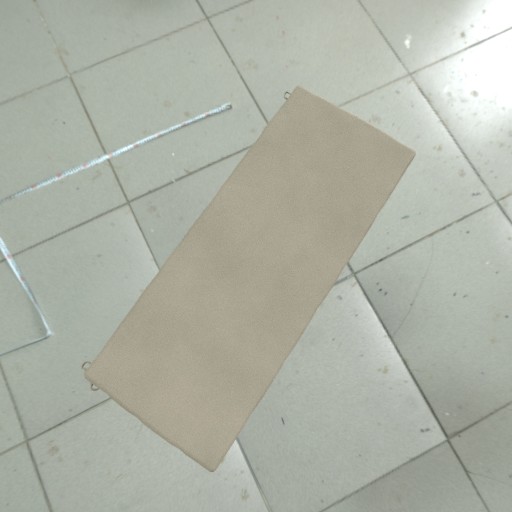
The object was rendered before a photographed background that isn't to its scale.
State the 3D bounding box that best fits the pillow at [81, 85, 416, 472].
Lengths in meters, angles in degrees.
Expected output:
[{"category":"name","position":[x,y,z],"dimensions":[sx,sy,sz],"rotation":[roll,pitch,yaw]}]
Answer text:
[{"category":"pillow","position":[0.000,0.000,1.362],"dimensions":[0.492,0.081,1.187],"rotation":[33,78,8]}]
